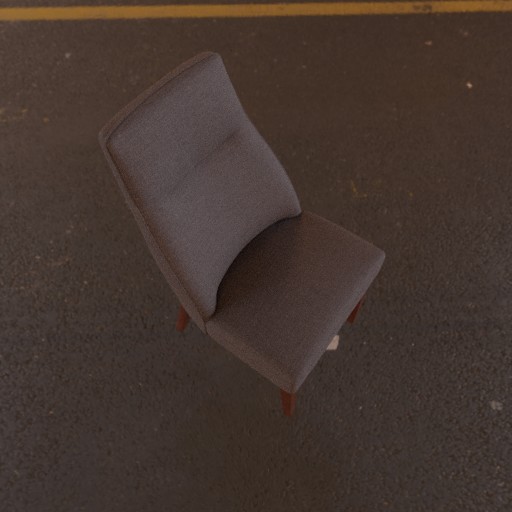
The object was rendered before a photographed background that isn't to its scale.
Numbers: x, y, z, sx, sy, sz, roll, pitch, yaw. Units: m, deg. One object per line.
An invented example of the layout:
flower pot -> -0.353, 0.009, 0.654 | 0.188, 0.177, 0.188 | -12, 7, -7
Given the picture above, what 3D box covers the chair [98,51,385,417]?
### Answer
chair -> 0.000, 0.000, 1.300 | 0.620, 0.930, 0.500 | 33, 64, 18
